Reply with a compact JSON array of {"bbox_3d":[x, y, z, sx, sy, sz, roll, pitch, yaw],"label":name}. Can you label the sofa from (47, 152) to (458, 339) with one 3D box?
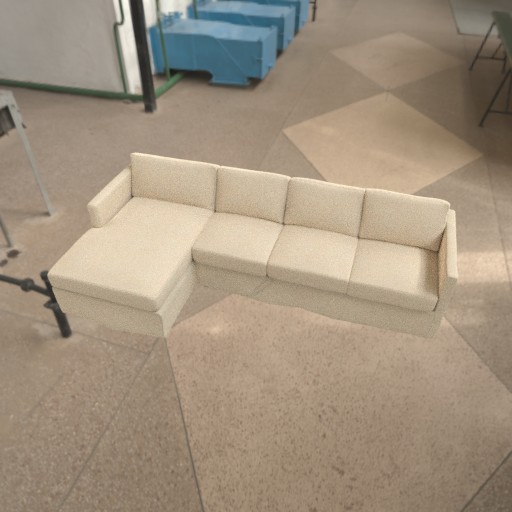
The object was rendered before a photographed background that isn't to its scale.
[{"bbox_3d":[0.000,0.000,3.873,3.205,0.922,1.650,12,42,13],"label":"sofa"}]
